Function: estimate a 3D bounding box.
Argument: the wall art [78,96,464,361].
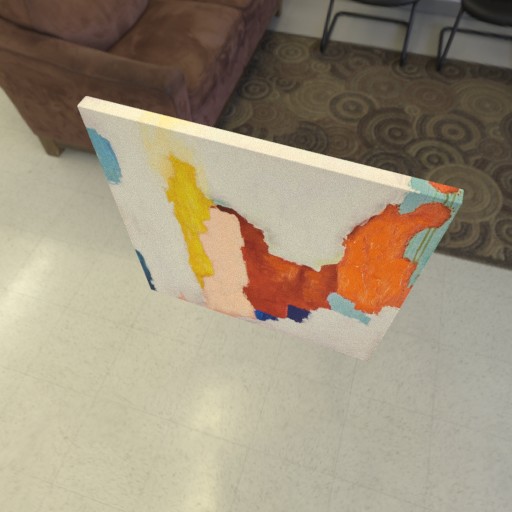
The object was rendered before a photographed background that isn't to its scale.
[{"bbox_3d":[0.000,0.000,1.233,0.814,0.814,0.037,17,58,11],"label":"wall art"}]
